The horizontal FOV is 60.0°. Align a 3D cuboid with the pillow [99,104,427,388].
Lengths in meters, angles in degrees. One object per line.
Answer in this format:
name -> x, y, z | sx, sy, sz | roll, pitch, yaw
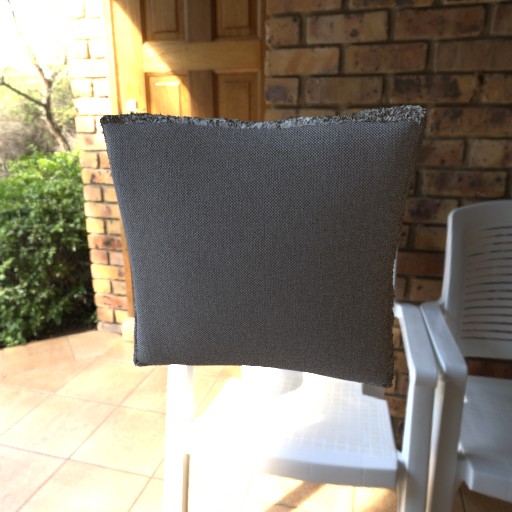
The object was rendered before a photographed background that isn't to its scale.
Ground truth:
pillow -> 0.000, 0.000, 0.810 | 0.529, 0.515, 0.218 | 3, 16, 9
